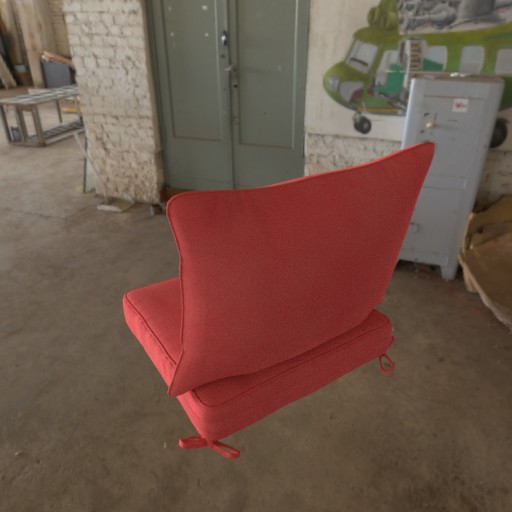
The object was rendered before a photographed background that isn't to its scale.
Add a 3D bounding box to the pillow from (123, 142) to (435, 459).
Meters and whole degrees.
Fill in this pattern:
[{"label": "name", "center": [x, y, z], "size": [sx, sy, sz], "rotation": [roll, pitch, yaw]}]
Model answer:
[{"label": "pillow", "center": [0.000, 0.000, 1.363], "size": [0.798, 0.725, 0.733], "rotation": [-17, 33, -29]}]
